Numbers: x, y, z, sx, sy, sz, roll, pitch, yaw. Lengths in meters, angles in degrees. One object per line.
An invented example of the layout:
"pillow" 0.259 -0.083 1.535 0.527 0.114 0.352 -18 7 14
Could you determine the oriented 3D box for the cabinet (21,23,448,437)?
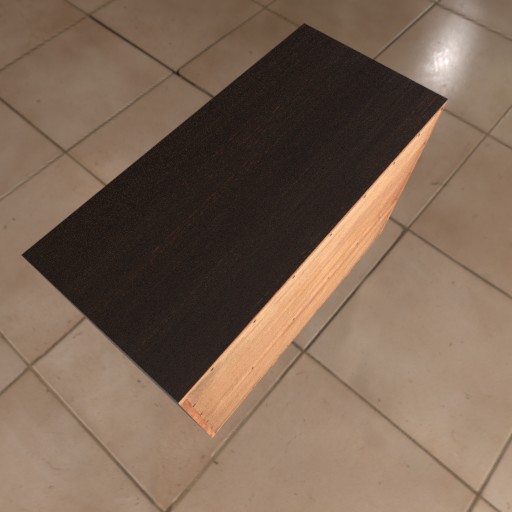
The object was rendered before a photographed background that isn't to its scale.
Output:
"cabinet" 0.000 0.000 1.385 0.451 0.860 0.950 37 69 17
